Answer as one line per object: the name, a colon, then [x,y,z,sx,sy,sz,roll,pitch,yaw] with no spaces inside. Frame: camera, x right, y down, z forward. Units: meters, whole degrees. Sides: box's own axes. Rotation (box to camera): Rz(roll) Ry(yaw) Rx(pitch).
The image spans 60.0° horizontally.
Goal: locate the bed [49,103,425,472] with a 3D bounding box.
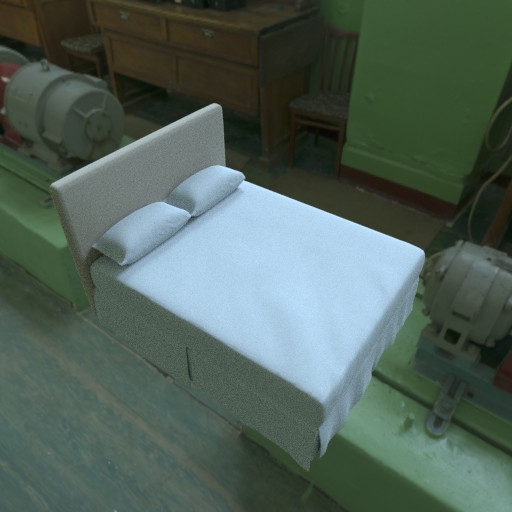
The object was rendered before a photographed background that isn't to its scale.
bed: [0.000,0.000,3.309,2.142,1.330,1.748,25,47,26]
